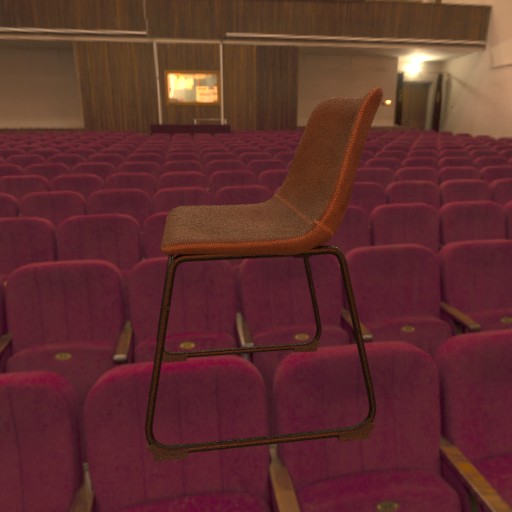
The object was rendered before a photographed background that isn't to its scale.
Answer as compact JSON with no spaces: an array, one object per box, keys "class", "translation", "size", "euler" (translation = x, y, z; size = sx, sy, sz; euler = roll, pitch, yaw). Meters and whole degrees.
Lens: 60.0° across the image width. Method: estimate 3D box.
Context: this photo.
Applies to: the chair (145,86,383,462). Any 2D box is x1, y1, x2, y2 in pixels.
[{"class":"chair","translation":[0.000,0.000,1.115],"size":[0.551,0.780,0.460],"euler":[-2,16,-9]}]
